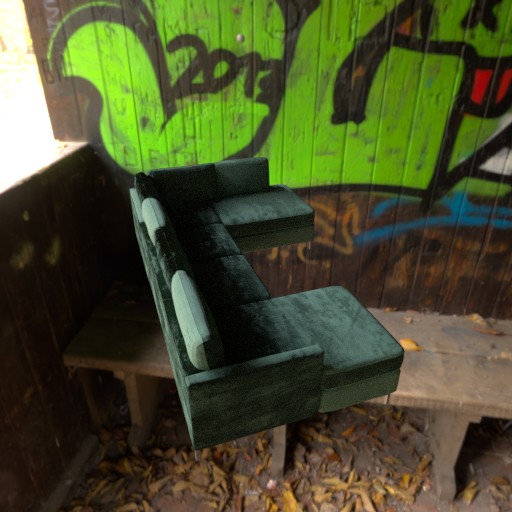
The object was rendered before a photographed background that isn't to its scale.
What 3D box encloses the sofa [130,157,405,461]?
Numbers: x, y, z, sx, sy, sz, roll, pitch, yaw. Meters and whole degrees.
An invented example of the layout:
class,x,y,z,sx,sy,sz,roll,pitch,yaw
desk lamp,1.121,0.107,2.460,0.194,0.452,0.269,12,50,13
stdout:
class,x,y,z,sx,sy,sz,roll,pitch,yaw
sofa,0.000,0.000,4.391,2.055,0.992,3.434,-10,31,-17
